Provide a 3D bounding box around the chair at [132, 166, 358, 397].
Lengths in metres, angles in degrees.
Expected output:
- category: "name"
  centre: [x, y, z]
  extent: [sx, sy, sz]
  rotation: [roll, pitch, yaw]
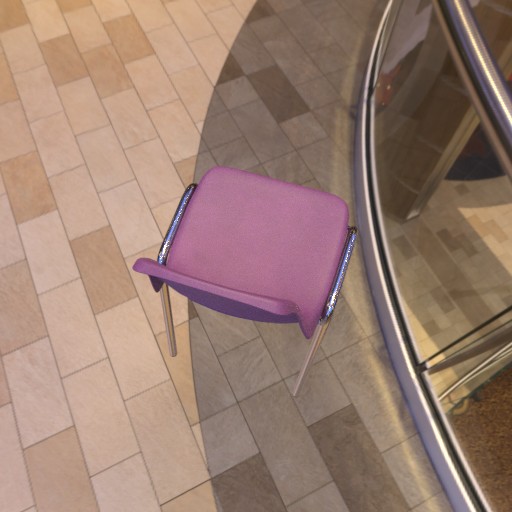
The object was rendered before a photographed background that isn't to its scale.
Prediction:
- category: "chair"
  centre: [0.000, 0.000, 0.938]
  extent: [0.381, 0.654, 0.432]
  rotation: [16, 65, 8]
